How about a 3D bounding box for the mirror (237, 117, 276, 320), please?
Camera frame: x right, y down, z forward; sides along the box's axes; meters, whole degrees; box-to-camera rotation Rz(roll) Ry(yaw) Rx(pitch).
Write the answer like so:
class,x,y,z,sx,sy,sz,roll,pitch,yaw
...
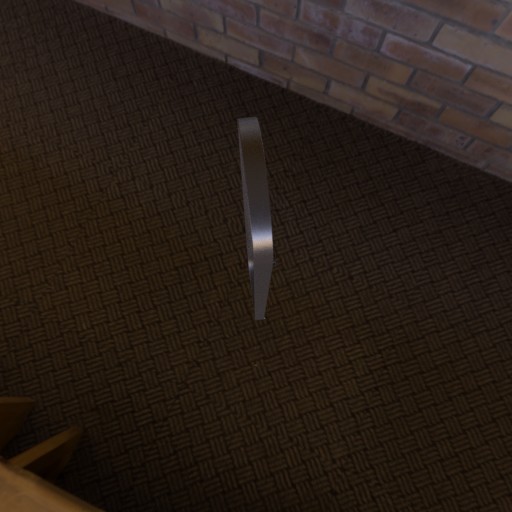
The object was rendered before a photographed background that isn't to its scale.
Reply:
class,x,y,z,sx,sy,sz,roll,pitch,yaw
mirror,0.000,0.000,1.047,0.032,0.991,0.222,-6,76,-2
